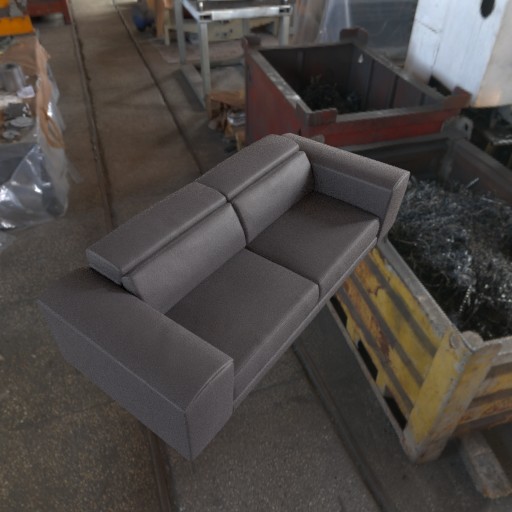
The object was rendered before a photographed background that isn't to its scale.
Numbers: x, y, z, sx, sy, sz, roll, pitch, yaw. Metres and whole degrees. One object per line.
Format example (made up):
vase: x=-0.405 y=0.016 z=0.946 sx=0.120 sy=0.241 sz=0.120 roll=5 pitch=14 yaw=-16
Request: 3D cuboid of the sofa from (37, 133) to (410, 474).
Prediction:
sofa: x=0.000 y=0.000 z=2.829 sx=1.048 sy=0.814 sz=2.330 roll=26 pitch=48 yaw=27
